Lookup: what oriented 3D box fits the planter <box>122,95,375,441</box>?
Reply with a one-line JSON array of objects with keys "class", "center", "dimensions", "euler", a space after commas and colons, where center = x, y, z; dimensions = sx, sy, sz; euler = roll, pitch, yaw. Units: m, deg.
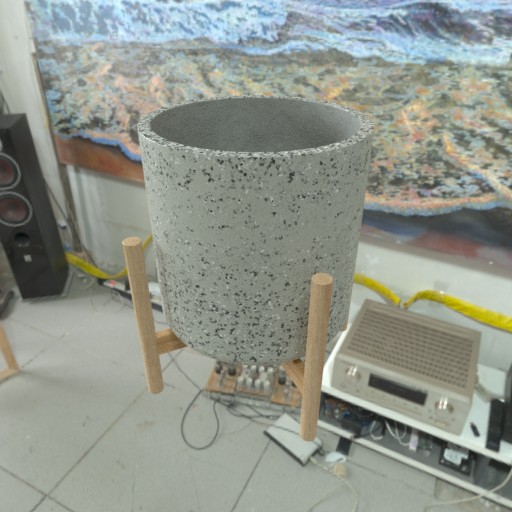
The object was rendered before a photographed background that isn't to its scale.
[{"class": "planter", "center": [0.000, 0.000, 0.689], "dimensions": [0.360, 0.419, 0.360], "euler": [-1, 31, -2]}]
